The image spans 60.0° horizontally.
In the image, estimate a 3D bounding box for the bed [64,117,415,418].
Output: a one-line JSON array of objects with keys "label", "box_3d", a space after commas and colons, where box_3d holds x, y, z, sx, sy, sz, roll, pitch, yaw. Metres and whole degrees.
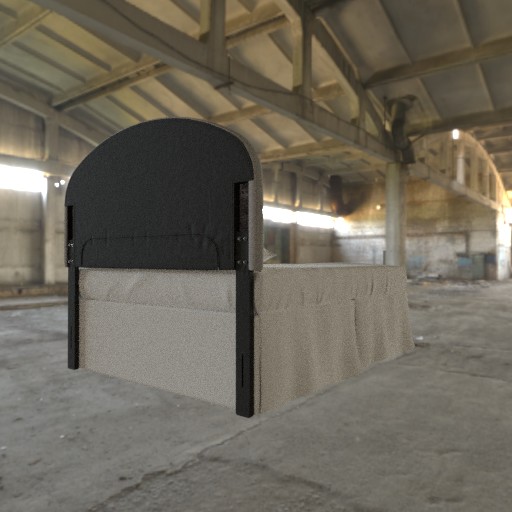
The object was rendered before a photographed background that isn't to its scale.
[{"label": "bed", "box_3d": [0.000, 0.000, 3.121, 1.607, 1.410, 2.005, 0, -1, 37]}]
